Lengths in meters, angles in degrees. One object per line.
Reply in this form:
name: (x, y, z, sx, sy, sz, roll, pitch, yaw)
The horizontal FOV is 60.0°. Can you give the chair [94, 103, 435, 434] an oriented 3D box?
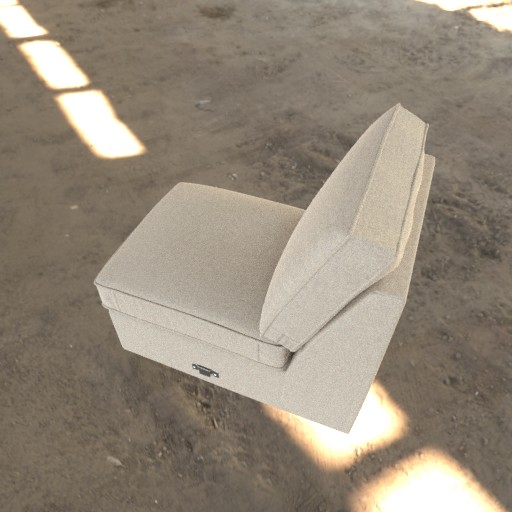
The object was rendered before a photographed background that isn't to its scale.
chair: (0.000, 0.000, 1.505, 0.938, 0.970, 0.621, 16, 49, 15)
